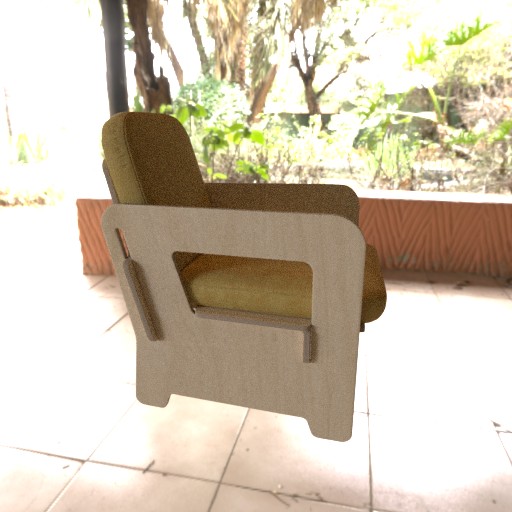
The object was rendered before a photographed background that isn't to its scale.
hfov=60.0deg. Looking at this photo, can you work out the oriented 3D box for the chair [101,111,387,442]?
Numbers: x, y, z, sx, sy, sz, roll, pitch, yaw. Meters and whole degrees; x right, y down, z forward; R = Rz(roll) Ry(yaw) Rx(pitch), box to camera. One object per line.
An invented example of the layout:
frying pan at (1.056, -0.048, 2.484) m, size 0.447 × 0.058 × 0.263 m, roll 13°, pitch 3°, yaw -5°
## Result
chair at (0.000, 0.000, 1.291) m, size 0.710 × 0.800 × 0.590 m, roll 3°, pitch 16°, yaw 11°
